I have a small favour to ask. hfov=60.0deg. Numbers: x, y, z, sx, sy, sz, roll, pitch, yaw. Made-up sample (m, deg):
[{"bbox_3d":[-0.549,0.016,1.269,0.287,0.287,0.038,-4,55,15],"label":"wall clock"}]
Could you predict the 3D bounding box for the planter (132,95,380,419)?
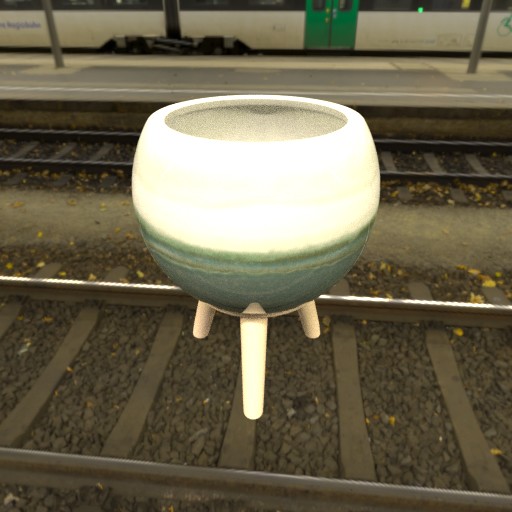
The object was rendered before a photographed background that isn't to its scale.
[{"bbox_3d":[0.000,0.000,0.447,0.222,0.278,0.222,0,30,0],"label":"planter"}]
